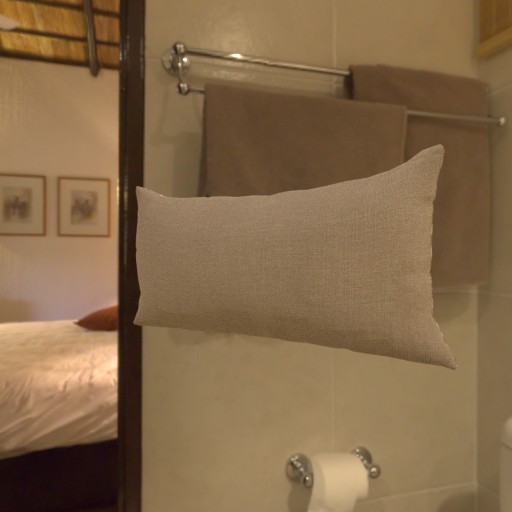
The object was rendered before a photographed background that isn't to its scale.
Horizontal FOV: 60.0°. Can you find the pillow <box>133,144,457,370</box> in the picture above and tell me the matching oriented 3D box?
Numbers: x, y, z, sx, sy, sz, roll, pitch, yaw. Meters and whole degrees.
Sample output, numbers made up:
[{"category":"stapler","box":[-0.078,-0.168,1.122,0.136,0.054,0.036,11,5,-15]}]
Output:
[{"category":"pillow","box":[0.000,0.000,0.747,0.631,0.290,0.148,0,0,36]}]
